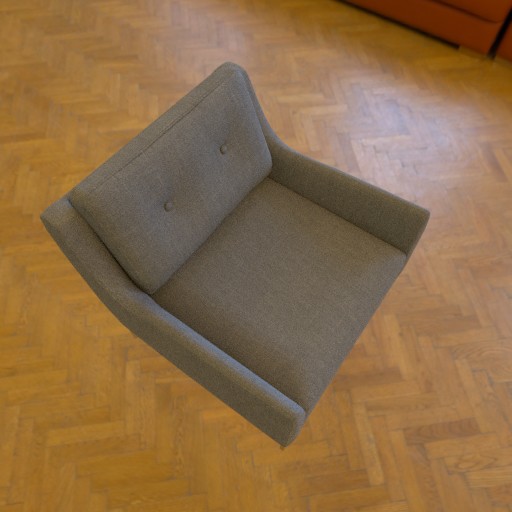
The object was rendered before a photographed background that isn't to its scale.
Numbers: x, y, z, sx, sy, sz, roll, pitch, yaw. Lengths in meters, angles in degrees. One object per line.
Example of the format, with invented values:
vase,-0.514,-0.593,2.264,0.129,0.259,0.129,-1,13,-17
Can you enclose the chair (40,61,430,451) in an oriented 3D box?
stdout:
chair,0.000,0.000,1.505,0.849,0.828,0.847,32,64,18
